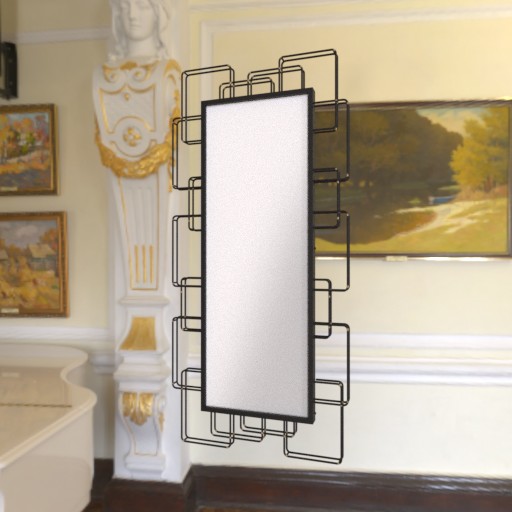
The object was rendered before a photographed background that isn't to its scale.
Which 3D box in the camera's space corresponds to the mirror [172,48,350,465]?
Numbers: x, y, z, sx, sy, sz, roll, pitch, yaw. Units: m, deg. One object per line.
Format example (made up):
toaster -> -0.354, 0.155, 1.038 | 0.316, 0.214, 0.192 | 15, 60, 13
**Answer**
mirror -> 0.000, 0.000, 1.362 | 0.565, 1.192, 0.037 | 0, 0, 19
